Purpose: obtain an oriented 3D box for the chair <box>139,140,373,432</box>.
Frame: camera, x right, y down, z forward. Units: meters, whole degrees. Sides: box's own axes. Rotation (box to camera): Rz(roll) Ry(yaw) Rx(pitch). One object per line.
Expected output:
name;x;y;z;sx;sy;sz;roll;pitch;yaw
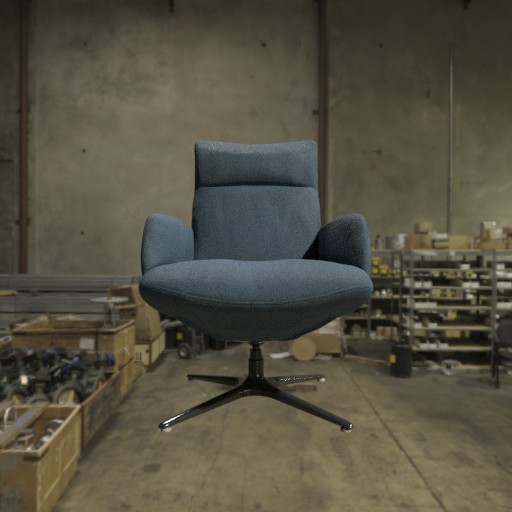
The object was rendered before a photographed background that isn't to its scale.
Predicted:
chair;0.000;0.000;1.589;0.711;1.016;0.889;0;0;0
